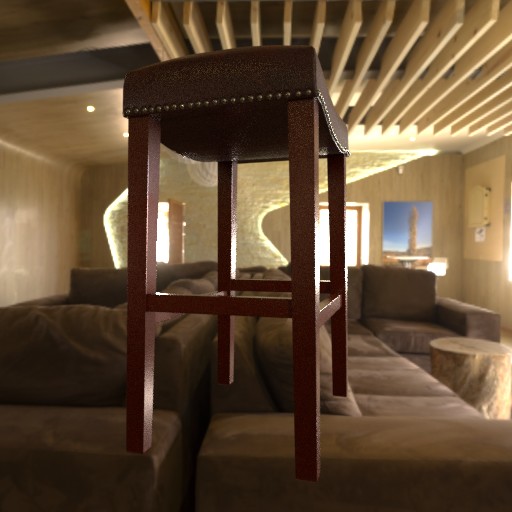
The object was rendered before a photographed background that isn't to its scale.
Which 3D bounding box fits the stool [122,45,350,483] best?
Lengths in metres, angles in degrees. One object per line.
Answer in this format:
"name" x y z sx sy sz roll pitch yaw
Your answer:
"stool" 0.000 0.000 1.006 0.372 0.742 0.504 0 1 18
